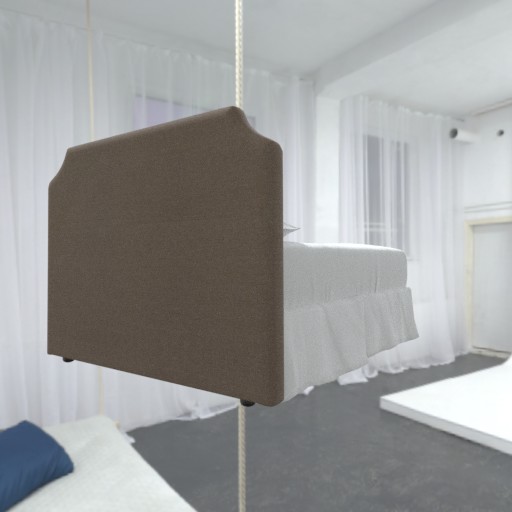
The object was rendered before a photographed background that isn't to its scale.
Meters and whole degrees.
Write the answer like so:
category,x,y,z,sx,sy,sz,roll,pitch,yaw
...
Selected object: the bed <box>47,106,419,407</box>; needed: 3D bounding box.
category,x,y,z,sx,sy,sz,roll,pitch,yaw
bed,0.000,0.000,3.102,1.693,1.290,2.116,0,0,36
